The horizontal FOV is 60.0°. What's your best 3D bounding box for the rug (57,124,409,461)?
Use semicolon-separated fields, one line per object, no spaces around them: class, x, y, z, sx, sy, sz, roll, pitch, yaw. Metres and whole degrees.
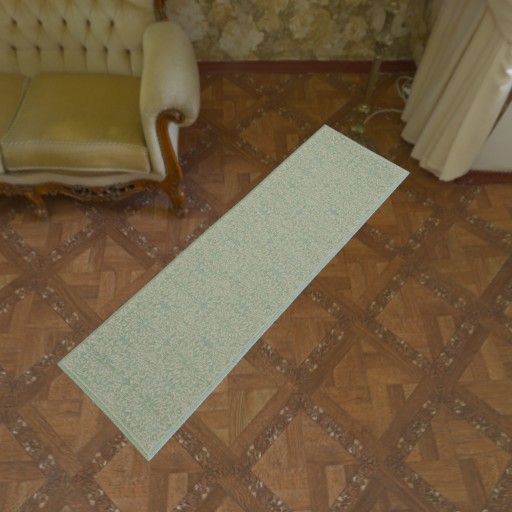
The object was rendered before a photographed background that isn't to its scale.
rug;0.000;0.000;2.472;0.662;0.011;2.196;37;65;20
